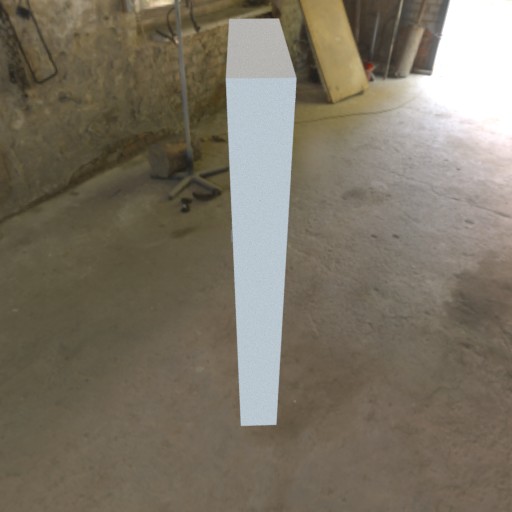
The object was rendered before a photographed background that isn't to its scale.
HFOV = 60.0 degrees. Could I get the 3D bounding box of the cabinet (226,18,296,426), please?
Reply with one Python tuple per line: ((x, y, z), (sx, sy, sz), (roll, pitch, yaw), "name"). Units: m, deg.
((0.000, 0.000, 1.978), (0.192, 1.770, 0.643), (-1, 40, -1), "cabinet")
